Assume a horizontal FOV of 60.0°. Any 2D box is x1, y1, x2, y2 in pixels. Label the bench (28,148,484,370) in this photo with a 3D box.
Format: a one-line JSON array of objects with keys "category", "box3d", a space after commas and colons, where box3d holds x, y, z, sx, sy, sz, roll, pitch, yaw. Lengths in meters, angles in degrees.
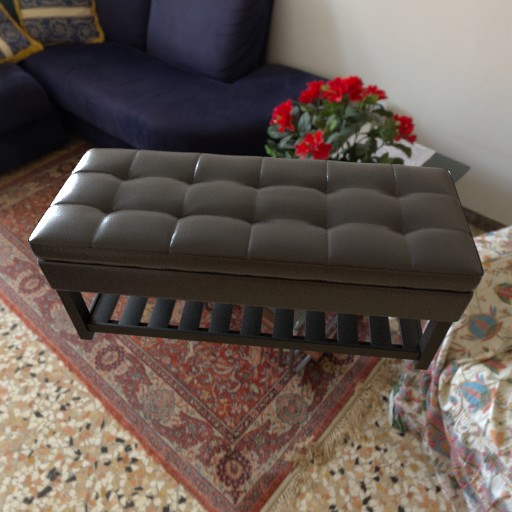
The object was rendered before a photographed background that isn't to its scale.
[{"category": "bench", "box3d": [0.000, 0.000, 1.343, 1.105, 0.460, 0.432, 4, 46, 4]}]
